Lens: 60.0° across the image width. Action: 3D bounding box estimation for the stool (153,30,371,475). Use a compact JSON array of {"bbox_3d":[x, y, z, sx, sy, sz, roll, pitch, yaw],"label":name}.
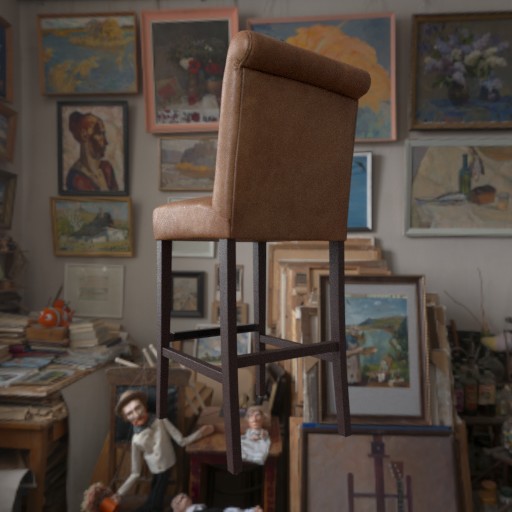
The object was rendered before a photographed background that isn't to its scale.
[{"bbox_3d":[0.000,0.000,1.445,0.493,1.140,0.601,0,0,-35],"label":"stool"}]
